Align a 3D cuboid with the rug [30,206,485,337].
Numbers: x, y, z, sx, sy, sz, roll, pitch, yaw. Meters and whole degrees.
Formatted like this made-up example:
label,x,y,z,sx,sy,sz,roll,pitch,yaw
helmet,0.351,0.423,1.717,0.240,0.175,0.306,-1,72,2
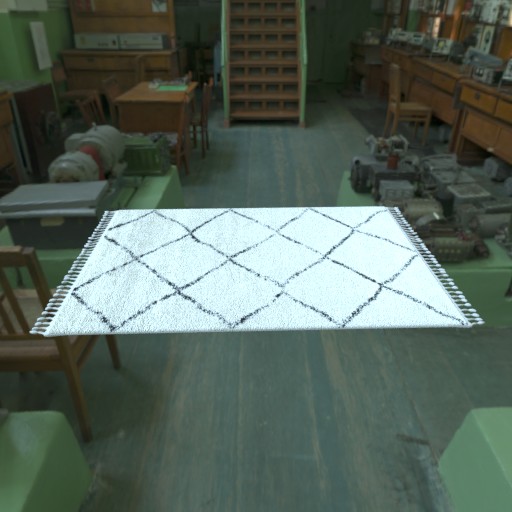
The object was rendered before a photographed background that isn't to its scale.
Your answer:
label,x,y,z,sx,sy,sz,roll,pitch,yaw
rug,0.000,0.000,2.842,2.307,0.031,1.494,-1,30,-2
